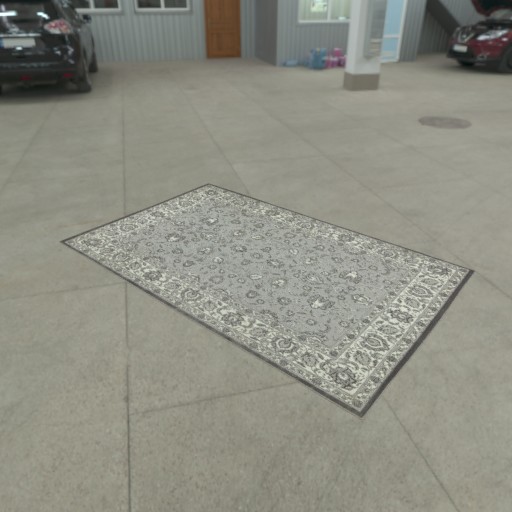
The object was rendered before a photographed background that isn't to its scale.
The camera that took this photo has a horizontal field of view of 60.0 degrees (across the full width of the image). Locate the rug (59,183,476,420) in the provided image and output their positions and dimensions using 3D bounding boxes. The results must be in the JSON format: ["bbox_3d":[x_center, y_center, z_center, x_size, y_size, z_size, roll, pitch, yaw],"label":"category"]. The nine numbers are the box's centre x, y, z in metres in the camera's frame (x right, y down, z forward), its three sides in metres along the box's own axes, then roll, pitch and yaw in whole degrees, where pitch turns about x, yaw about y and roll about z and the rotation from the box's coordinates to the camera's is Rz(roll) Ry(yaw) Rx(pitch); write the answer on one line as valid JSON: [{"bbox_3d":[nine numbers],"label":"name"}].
[{"bbox_3d":[0.000,0.000,3.017,2.438,0.011,1.524,23,37,34],"label":"rug"}]
